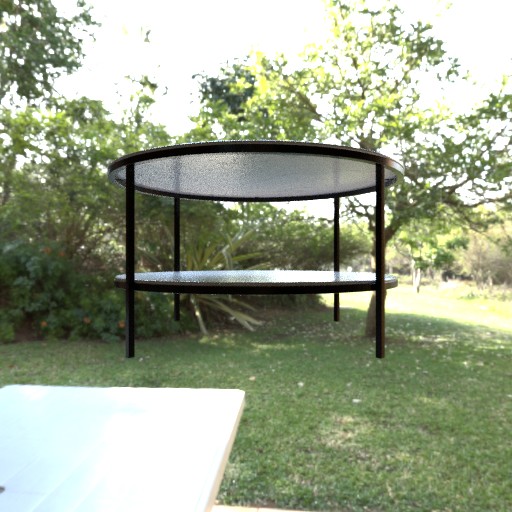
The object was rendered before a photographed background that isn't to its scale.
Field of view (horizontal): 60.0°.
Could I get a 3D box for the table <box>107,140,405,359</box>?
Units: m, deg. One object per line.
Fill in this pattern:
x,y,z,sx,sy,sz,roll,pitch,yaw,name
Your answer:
0.000,0.000,1.257,0.800,0.450,0.800,0,0,0,table
